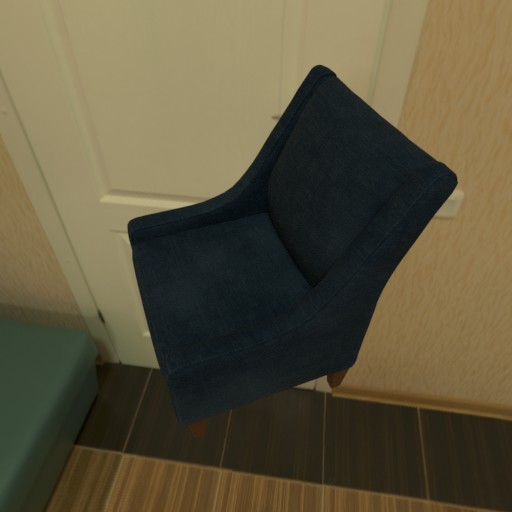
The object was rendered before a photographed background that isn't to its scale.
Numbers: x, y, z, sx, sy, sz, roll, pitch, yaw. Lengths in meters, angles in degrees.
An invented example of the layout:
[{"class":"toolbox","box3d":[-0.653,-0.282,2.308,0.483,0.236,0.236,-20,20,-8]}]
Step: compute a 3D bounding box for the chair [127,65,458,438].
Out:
[{"class":"chair","box3d":[0.000,0.000,1.628,0.870,1.014,0.774,-15,47,-14]}]
